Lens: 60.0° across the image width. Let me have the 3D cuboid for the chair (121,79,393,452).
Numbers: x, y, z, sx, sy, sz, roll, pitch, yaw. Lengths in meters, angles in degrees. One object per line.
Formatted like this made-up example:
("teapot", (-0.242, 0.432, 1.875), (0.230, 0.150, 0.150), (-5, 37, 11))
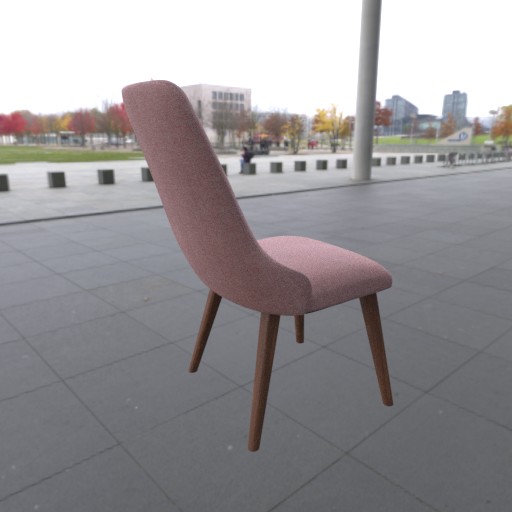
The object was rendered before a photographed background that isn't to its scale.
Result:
("chair", (0.000, 0.000, 1.318), (0.707, 0.918, 0.535), (-7, 16, -26))
